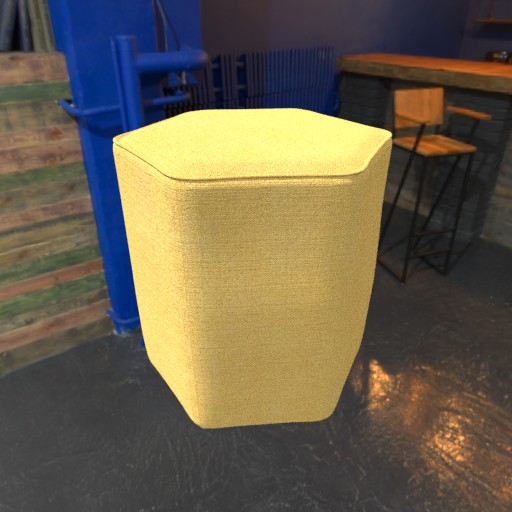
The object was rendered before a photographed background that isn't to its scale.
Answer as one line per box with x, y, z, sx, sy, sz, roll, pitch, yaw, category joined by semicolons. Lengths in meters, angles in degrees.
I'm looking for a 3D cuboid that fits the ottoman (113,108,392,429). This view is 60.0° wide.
0.000;0.000;0.888;0.443;0.502;0.494;-19;34;-30;ottoman
